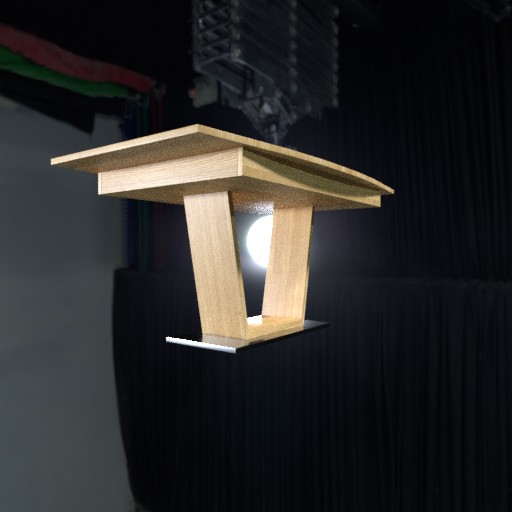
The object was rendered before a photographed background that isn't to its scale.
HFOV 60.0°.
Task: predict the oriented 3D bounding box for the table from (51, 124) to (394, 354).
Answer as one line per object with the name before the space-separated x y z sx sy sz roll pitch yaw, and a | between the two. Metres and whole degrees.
table | 0.000 0.000 2.112 0.900 0.748 1.598 0 0 36
